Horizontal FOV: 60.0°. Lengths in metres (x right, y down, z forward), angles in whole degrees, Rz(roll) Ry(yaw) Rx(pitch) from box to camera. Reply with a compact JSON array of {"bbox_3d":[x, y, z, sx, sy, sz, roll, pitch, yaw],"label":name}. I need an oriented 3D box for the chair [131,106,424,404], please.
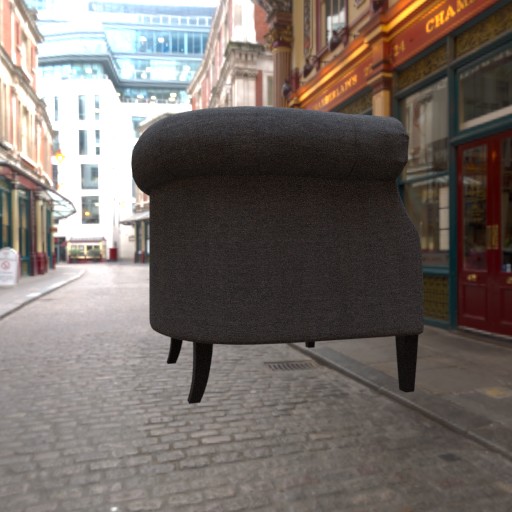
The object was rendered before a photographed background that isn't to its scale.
[{"bbox_3d":[0.000,0.000,1.570,0.852,0.827,0.905,0,0,-18],"label":"chair"}]
